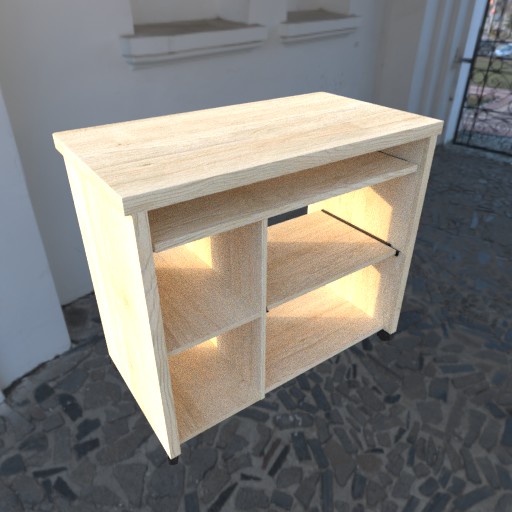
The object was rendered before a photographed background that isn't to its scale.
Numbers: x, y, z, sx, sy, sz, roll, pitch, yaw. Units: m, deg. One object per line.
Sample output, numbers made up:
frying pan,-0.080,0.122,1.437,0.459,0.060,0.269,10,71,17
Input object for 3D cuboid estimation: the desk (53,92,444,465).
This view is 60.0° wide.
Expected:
desk,0.000,0.000,1.328,0.885,0.770,0.480,-20,36,-29
